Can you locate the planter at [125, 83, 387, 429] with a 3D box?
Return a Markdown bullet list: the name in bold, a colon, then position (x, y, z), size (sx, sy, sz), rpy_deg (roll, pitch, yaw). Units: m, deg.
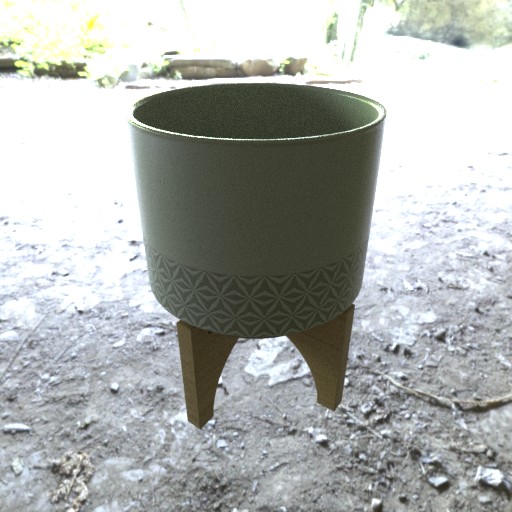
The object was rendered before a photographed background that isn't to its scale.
- **planter**: position (0.000, 0.000, 0.393), size (0.188, 0.260, 0.188), rpy_deg (0, 31, 0)
